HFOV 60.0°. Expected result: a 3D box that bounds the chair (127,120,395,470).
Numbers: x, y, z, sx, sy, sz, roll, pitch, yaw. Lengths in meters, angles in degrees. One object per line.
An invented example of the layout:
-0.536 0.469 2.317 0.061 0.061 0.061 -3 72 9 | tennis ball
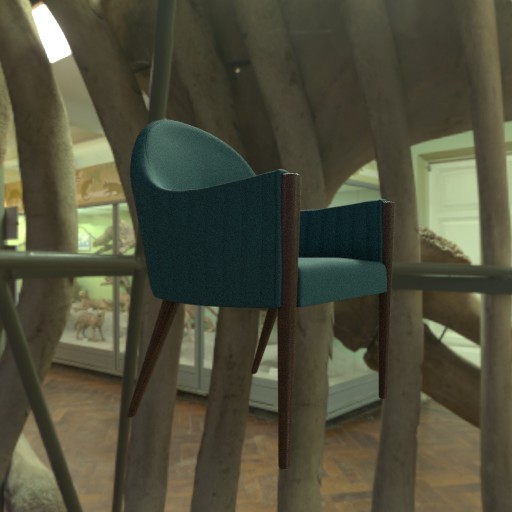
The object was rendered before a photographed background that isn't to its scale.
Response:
0.000 0.000 1.347 0.652 0.907 0.656 0 0 36 | chair
